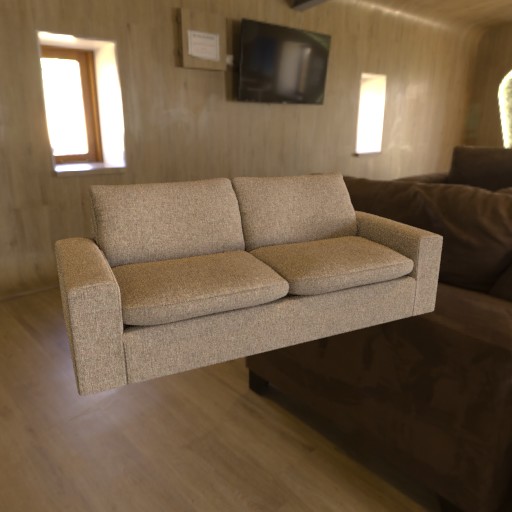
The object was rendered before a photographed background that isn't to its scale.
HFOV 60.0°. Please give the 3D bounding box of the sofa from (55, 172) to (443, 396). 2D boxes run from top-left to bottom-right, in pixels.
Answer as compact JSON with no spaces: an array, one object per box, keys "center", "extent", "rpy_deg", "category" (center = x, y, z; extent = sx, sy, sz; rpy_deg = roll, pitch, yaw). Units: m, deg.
[{"center":[0.000,0.000,2.836],"extent":[2.299,0.922,1.040],"rpy_deg":[-8,18,-25],"category":"sofa"}]
